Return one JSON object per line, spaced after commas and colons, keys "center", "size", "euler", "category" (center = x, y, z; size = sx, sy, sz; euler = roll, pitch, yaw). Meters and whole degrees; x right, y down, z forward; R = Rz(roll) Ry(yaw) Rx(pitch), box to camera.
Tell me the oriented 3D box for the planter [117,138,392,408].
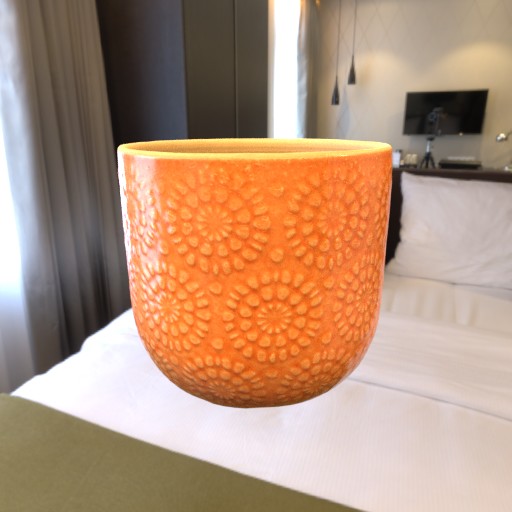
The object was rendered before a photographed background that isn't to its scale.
{"center": [0.000, 0.000, 0.294], "size": [0.170, 0.152, 0.170], "euler": [0, 17, 0], "category": "planter"}
